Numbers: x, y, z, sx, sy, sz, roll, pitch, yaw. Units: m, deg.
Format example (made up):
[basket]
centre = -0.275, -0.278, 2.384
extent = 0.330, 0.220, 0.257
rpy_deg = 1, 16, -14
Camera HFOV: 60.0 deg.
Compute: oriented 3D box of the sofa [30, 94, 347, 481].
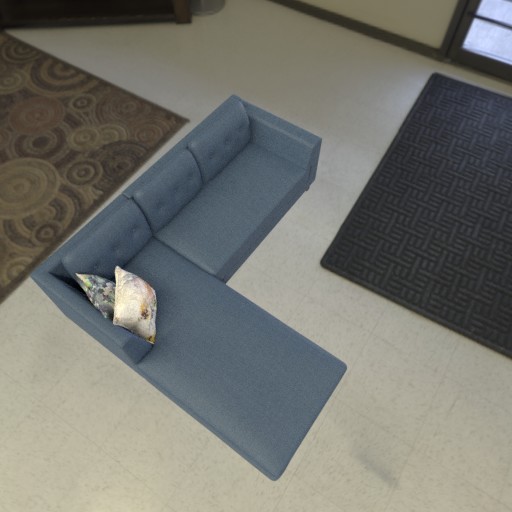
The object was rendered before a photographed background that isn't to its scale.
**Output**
[sofa]
centre = 0.000, 0.000, 3.076
extent = 1.829, 0.787, 2.120
rpy_deg = 32, 64, 18
